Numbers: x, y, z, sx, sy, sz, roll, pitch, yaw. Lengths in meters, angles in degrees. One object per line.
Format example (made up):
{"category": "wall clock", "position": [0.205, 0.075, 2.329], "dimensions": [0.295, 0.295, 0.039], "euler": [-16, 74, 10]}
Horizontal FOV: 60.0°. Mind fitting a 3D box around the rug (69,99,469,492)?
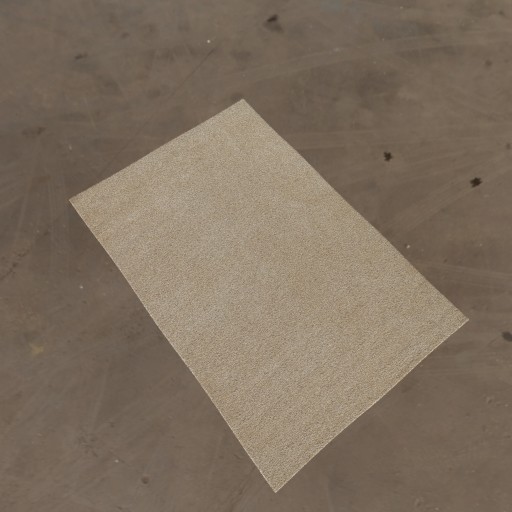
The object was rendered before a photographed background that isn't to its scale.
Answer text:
{"category": "rug", "position": [0.000, 0.000, 3.430], "dimensions": [1.800, 0.025, 2.699], "euler": [-35, 69, -15]}
